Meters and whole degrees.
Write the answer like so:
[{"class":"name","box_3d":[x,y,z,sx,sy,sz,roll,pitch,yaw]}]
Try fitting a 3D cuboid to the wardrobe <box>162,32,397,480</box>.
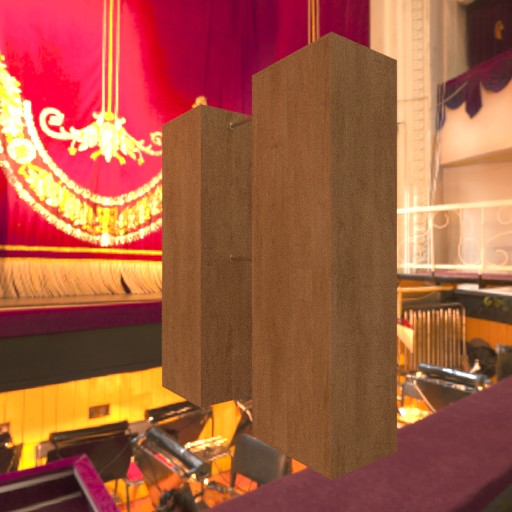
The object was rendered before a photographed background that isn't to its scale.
[{"class":"wardrobe","box_3d":[0.000,0.000,2.831,0.480,2.000,1.770,0,0,-37]}]
